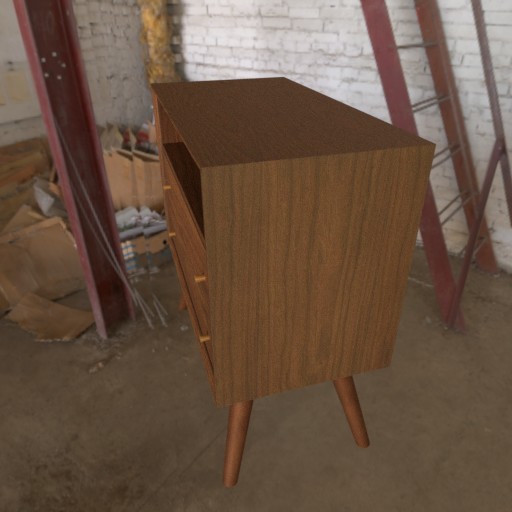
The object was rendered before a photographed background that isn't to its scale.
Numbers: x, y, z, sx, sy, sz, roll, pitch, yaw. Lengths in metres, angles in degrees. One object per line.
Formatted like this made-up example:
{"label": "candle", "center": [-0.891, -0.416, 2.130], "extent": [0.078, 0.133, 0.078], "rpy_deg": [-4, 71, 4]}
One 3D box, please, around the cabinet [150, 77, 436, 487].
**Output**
{"label": "cabinet", "center": [0.000, 0.000, 1.143], "extent": [0.388, 0.748, 0.712], "rpy_deg": [-9, 32, -15]}
